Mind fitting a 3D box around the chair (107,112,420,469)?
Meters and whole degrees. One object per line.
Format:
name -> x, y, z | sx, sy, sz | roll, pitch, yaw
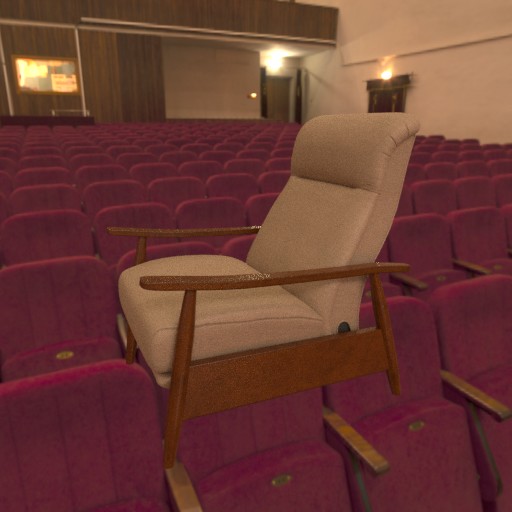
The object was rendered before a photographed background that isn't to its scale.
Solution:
chair -> 0.000, 0.000, 1.754 | 1.030, 1.082, 0.762 | -7, 18, -24
